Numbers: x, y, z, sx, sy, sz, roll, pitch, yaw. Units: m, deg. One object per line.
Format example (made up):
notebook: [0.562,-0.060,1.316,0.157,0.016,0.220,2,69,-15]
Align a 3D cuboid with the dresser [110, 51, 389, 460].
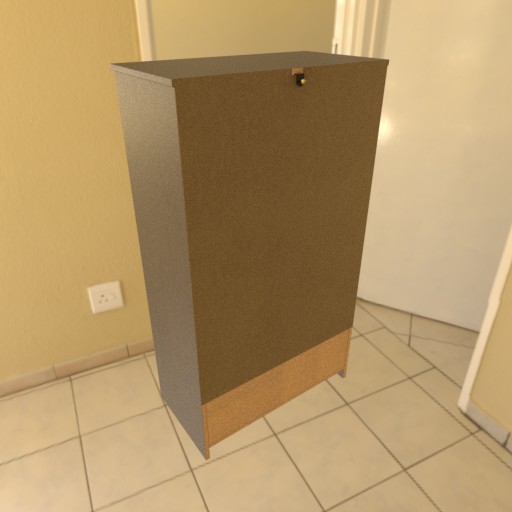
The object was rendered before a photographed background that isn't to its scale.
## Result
dresser: [0.000,0.000,1.554,0.704,1.254,0.418,-19,35,-31]
